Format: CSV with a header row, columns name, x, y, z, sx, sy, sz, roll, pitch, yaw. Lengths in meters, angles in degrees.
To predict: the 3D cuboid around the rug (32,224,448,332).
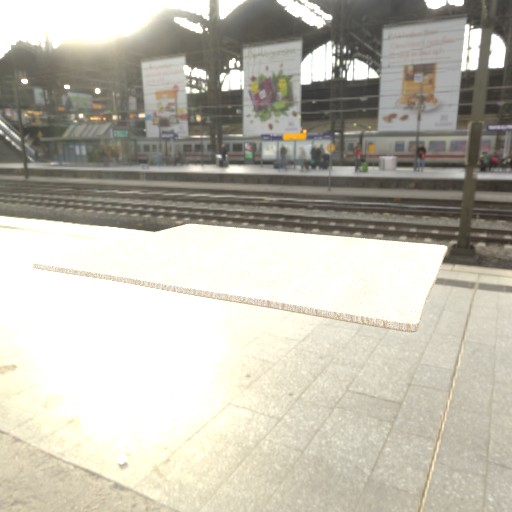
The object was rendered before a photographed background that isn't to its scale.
name,x,y,z,sx,sy,sz,roll,pitch,yaw
rug,0.000,0.000,2.096,1.600,0.027,1.200,7,15,26
